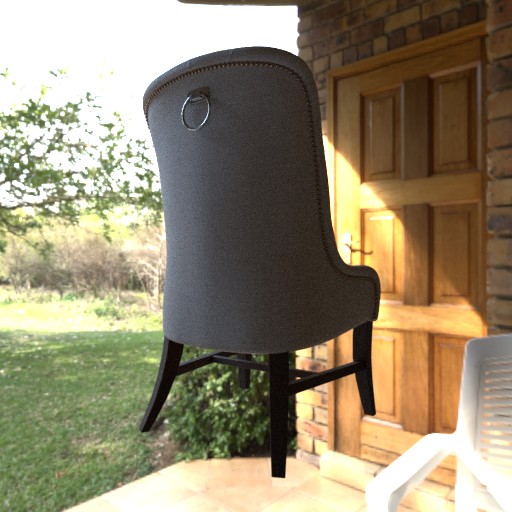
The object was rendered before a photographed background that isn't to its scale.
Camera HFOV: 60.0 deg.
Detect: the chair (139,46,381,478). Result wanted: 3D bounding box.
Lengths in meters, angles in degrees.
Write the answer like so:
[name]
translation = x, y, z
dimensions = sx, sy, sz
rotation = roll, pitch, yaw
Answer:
[chair]
translation = 0.000, 0.000, 1.450
dimensions = 0.634, 1.091, 0.629
rotation = 0, -1, 36
